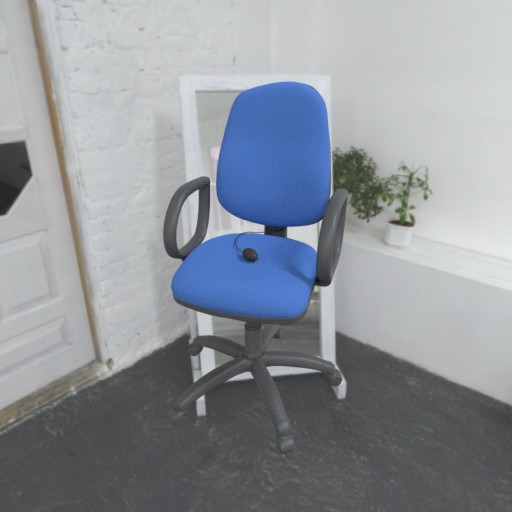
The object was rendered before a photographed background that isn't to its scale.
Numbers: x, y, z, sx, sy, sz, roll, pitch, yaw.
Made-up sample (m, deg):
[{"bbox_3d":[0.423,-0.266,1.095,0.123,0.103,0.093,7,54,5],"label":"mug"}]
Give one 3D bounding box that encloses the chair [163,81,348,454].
[{"bbox_3d":[0.000,0.000,1.271,0.552,0.905,0.549,8,27,16],"label":"chair"}]
